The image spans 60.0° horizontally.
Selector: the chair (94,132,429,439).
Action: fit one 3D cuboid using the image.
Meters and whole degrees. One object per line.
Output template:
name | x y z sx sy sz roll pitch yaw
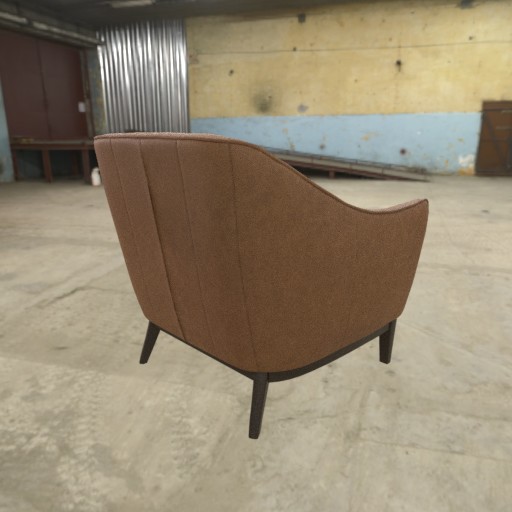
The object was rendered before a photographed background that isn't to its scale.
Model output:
chair | 0.000 0.000 1.546 0.852 0.830 0.871 -15 21 -43
